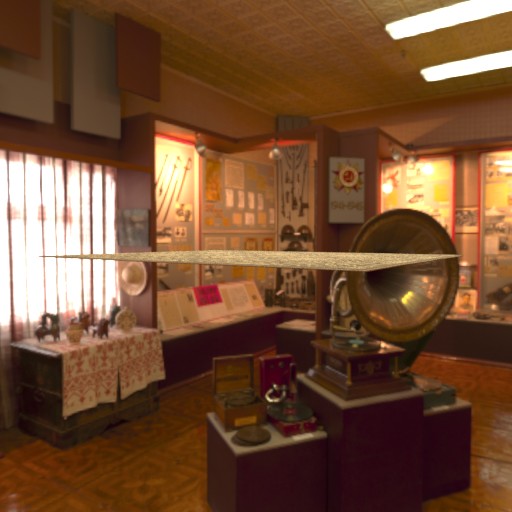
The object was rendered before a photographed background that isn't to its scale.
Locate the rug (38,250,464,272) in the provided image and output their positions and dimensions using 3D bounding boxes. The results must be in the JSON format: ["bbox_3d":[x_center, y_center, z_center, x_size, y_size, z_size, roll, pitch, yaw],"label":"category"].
[{"bbox_3d":[0.000,0.000,3.952,2.980,0.012,2.363,2,3,35],"label":"rug"}]
